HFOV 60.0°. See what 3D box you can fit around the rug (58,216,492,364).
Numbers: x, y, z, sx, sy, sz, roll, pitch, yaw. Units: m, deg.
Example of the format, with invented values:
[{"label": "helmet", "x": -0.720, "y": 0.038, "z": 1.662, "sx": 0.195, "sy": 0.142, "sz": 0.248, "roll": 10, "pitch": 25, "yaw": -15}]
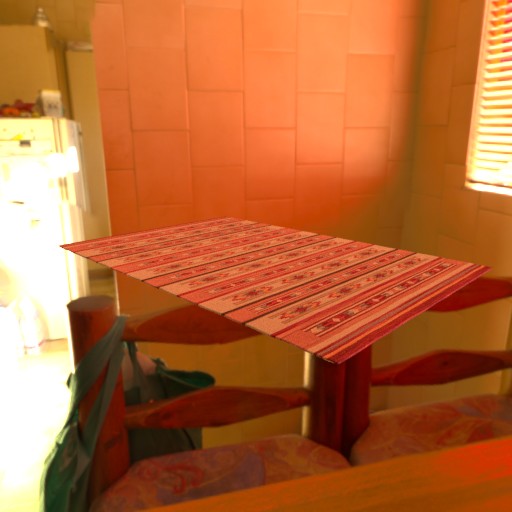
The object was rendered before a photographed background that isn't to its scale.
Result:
[{"label": "rug", "x": 0.000, "y": 0.000, "z": 2.207, "sx": 1.817, "sy": 0.008, "sz": 1.223, "roll": 15, "pitch": 21, "yaw": 43}]
